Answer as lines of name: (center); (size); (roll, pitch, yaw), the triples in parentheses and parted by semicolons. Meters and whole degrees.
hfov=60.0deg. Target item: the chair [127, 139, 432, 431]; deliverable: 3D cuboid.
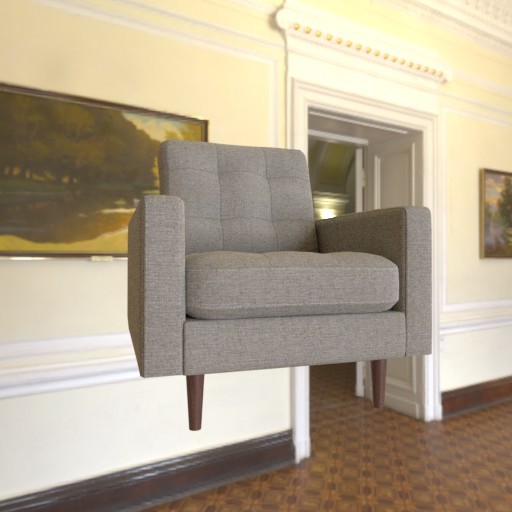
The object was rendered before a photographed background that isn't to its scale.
chair: (0.000, 0.000, 1.515); (0.821, 0.880, 0.843); (0, 0, -18)
